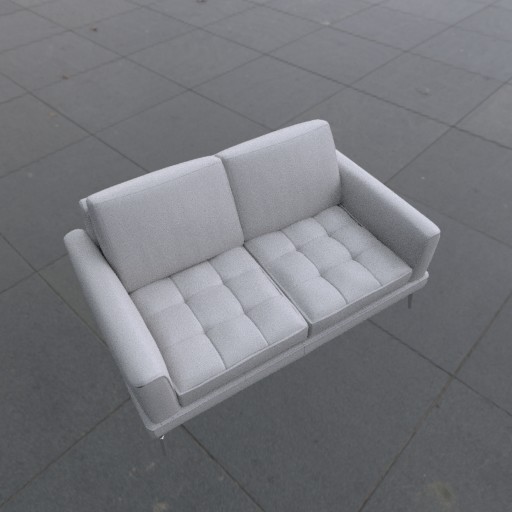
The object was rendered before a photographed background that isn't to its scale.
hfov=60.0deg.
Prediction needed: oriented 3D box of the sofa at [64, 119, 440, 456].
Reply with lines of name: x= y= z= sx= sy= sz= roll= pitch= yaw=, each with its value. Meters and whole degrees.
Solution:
sofa: x=0.000 y=0.000 z=2.500 sx=1.819 sy=0.930 sz=1.121 roll=-24 pitch=51 yaw=-21
